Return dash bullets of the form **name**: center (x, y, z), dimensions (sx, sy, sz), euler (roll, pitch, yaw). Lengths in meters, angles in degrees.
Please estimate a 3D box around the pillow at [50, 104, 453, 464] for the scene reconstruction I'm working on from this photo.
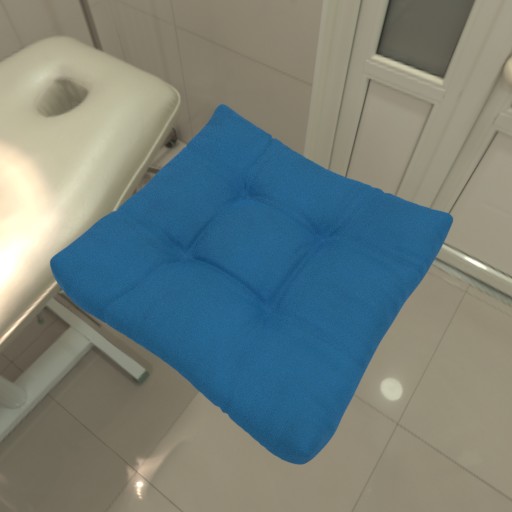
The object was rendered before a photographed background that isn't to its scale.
- **pillow**: center (0.000, 0.000, 0.735), dimensions (0.490, 0.128, 0.468), euler (31, 63, 18)
